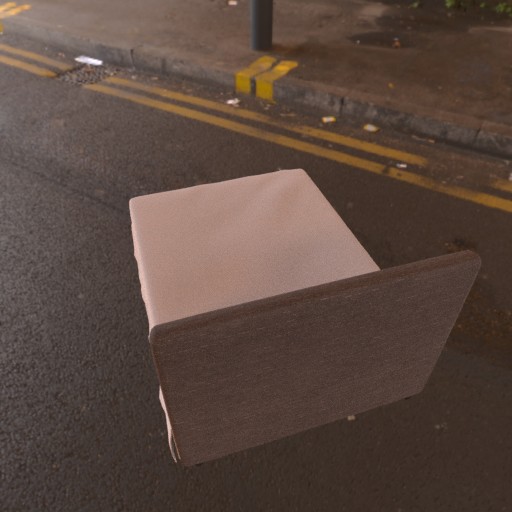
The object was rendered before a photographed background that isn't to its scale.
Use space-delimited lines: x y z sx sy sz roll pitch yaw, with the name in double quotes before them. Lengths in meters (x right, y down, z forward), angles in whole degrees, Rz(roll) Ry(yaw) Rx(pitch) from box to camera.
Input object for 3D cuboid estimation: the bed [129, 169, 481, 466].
"bed" 0.000 0.000 3.173 1.723 1.330 2.142 -12 44 -13
